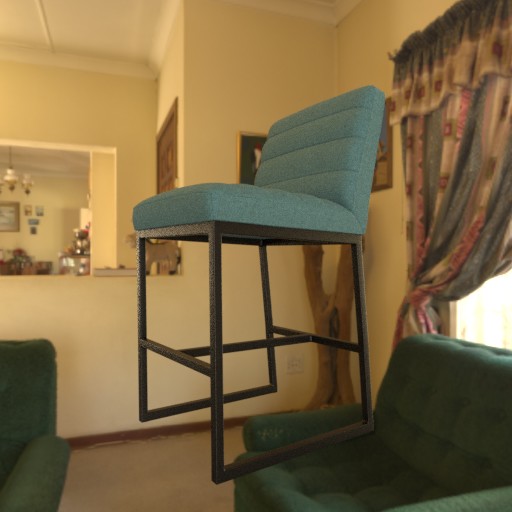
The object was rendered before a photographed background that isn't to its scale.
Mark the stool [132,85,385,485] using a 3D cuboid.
[{"bbox_3d":[0.000,0.000,1.235,0.560,0.940,0.460,0,0,-35],"label":"stool"}]
